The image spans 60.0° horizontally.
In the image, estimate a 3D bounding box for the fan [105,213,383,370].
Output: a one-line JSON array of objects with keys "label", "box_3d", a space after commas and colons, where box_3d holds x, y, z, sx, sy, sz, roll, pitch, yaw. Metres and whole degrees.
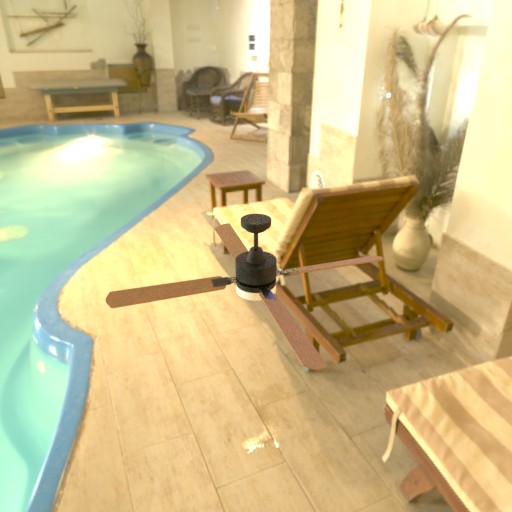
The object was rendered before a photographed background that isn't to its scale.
[{"label": "fan", "box_3d": [0.000, 0.000, 1.985, 1.320, 0.355, 1.320, -8, 27, -16]}]
